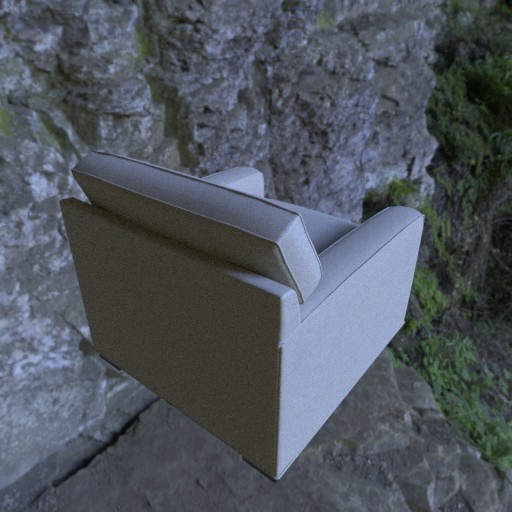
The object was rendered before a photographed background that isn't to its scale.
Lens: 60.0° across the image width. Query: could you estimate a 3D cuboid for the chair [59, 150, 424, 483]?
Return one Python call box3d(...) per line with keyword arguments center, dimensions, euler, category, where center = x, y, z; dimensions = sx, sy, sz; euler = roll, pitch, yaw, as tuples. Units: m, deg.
box3d(center=(0.000, 0.000, 1.812), dimensions=(0.998, 0.913, 1.043), euler=(21, 36, 33), category="chair")
